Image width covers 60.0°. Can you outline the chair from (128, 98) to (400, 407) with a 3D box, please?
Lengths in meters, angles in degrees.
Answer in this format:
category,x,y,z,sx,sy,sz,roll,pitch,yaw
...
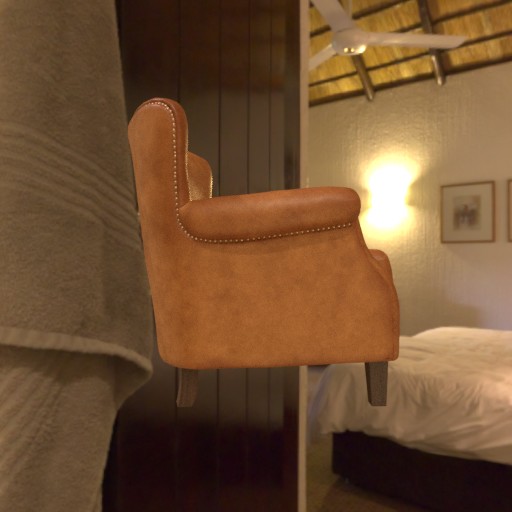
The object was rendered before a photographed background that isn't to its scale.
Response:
category,x,y,z,sx,sy,sz,roll,pitch,yaw
chair,0.000,0.000,1.672,0.921,0.936,0.861,0,-1,0
